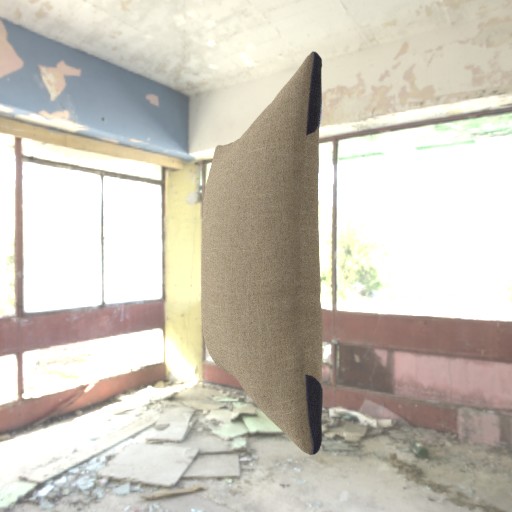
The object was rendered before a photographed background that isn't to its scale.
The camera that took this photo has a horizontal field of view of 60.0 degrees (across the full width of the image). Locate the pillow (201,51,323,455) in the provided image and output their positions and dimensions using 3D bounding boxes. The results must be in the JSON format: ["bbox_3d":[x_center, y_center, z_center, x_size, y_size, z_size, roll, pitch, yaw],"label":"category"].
[{"bbox_3d":[0.000,0.000,0.685,0.147,0.441,0.440,0,0,-19],"label":"pillow"}]
